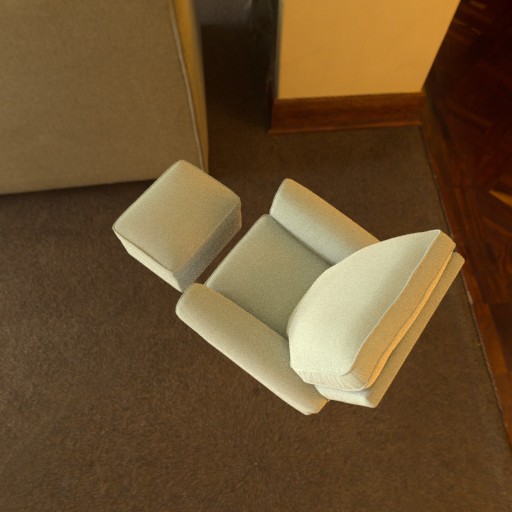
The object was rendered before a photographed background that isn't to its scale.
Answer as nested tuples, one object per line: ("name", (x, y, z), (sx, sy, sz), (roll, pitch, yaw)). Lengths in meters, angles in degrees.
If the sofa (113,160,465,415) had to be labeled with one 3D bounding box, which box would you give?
("sofa", (0.000, 0.000, 2.061), (1.478, 0.959, 0.880), (34, 69, 15))
